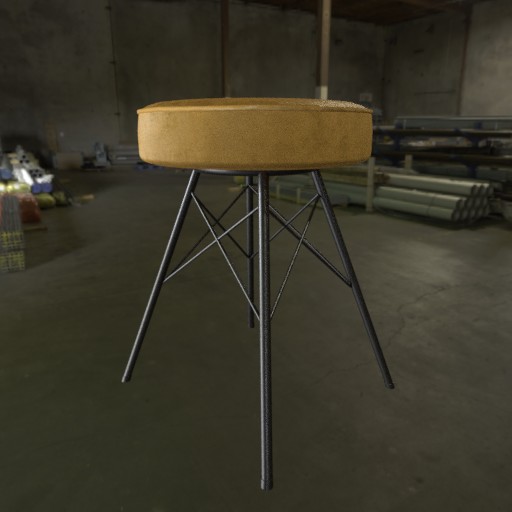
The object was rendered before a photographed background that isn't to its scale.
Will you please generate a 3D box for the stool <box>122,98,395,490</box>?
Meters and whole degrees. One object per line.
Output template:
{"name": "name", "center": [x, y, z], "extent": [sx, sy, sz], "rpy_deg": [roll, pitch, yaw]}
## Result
{"name": "stool", "center": [0.000, 0.000, 0.906], "extent": [0.438, 0.595, 0.472], "rpy_deg": [-15, 22, -41]}
